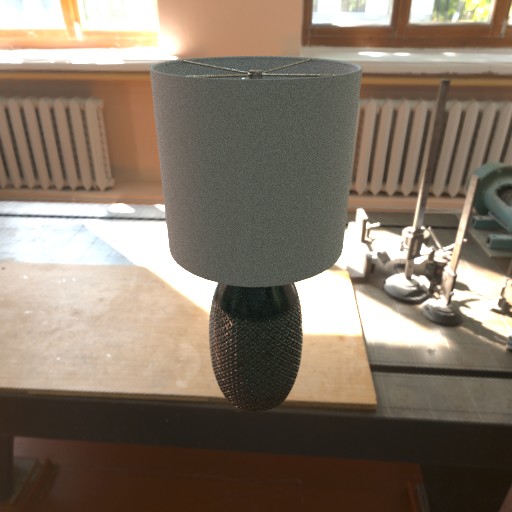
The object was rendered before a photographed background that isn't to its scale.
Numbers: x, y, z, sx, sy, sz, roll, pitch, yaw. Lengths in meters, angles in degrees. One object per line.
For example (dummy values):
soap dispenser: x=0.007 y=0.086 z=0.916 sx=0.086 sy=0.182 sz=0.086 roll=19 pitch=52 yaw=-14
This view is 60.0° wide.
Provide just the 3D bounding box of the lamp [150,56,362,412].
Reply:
lamp: x=0.000 y=0.000 z=0.570 sx=0.217 sy=0.453 sz=0.217 roll=21 pitch=35 yaw=33
